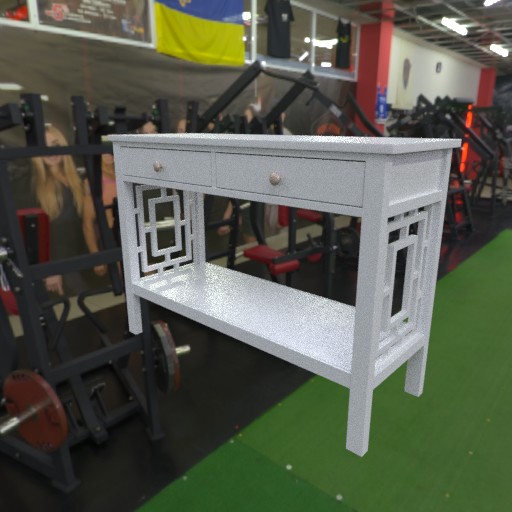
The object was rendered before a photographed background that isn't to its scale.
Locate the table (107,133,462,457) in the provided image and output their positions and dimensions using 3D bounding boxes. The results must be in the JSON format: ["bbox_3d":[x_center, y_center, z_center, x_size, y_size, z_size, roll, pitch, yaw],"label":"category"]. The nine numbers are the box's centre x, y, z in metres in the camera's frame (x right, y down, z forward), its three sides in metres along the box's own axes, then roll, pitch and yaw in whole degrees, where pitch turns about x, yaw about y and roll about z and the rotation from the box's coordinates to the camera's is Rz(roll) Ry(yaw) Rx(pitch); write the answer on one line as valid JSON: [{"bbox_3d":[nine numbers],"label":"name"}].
[{"bbox_3d":[0.000,0.000,1.449,1.068,0.753,0.397,15,22,40],"label":"table"}]
